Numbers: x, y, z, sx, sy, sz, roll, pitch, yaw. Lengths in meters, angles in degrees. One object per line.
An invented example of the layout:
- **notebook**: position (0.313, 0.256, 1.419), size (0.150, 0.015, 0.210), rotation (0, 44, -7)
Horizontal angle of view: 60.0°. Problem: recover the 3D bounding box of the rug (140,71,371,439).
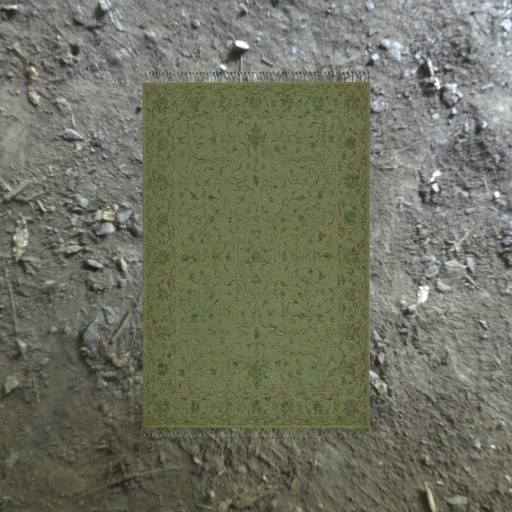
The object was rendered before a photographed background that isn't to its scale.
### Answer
- **rug**: position (0.000, 0.000, 2.939), size (1.544, 0.010, 2.435), rotation (0, 91, 1)
